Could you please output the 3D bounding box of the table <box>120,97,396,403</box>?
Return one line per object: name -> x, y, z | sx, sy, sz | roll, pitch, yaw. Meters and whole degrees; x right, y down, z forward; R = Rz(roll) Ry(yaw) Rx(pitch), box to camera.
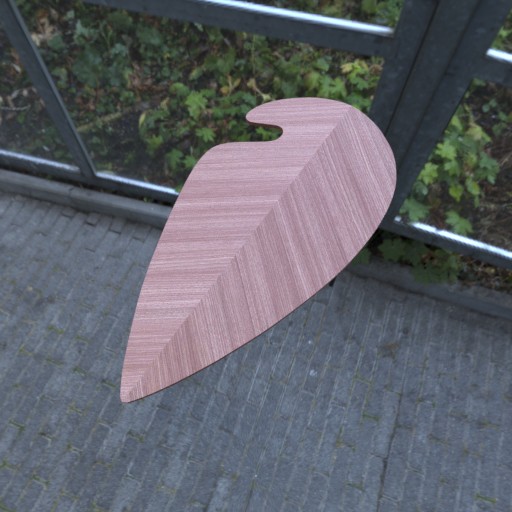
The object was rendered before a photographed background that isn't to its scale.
table -> 0.000, 0.000, 1.491 | 0.598, 0.360, 1.199 | 31, 68, 14
